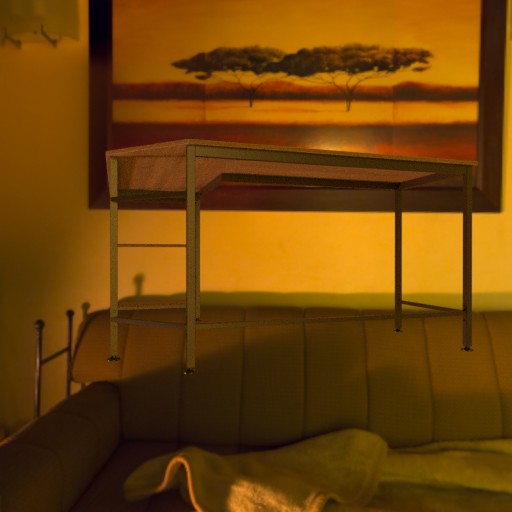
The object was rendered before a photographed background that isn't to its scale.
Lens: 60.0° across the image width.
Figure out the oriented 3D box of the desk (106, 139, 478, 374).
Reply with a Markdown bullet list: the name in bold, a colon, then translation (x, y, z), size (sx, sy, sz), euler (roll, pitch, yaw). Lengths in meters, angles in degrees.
- **desk**: translation (0.000, 0.000, 2.179), size (1.379, 0.739, 1.379), euler (0, 0, -18)
